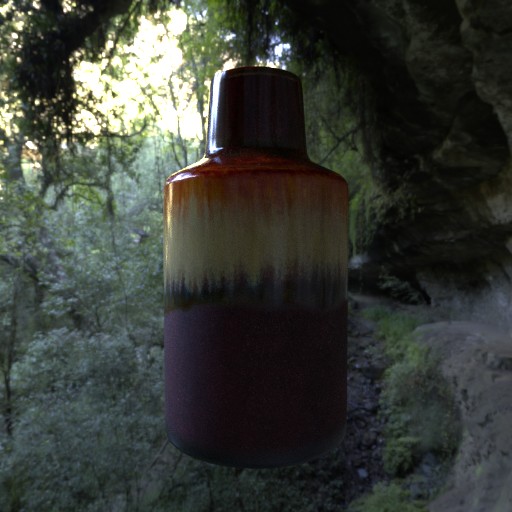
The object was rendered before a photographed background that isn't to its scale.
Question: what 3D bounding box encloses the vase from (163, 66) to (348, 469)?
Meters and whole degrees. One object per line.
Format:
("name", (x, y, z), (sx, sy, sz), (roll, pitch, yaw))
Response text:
("vase", (0.000, 0.000, 0.264), (0.108, 0.204, 0.108), (0, 2, 0))
